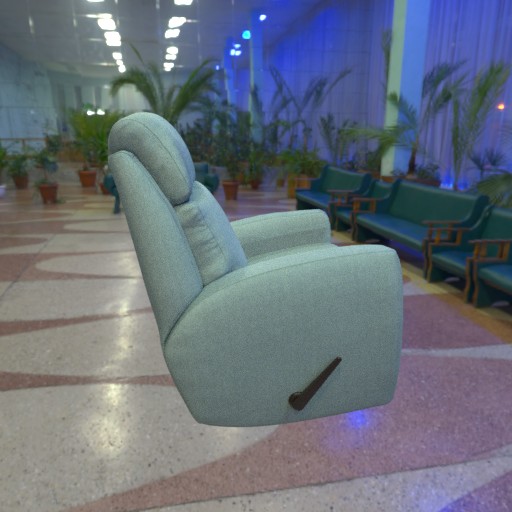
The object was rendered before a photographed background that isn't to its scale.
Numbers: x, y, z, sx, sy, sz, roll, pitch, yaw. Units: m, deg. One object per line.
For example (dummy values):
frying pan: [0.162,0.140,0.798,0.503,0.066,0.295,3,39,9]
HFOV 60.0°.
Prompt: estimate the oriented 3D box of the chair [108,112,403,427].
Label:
chair: [0.000,0.000,1.654,0.940,1.013,0.812,-3,17,-10]
